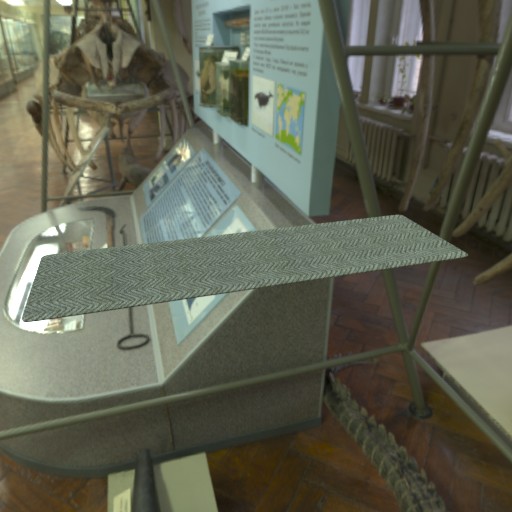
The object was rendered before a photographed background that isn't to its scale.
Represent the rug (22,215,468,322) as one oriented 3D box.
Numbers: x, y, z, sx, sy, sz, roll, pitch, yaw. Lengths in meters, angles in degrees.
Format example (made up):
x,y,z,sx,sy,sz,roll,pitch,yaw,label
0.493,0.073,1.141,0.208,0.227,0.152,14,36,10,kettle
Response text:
x,y,z,sx,sy,sz,roll,pitch,yaw,label
0.000,0.000,2.466,2.286,0.008,0.686,-7,27,-15,rug
